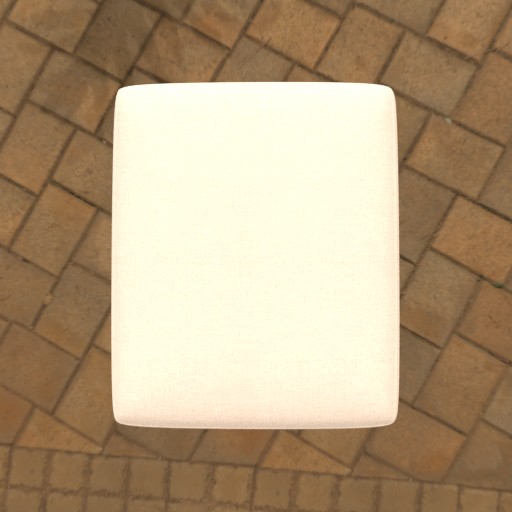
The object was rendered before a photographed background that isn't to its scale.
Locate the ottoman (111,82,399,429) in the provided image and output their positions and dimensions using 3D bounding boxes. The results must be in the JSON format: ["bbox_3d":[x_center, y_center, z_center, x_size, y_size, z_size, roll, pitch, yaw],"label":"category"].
[{"bbox_3d":[0.000,0.000,1.172,0.657,0.453,0.794,0,89,1],"label":"ottoman"}]
